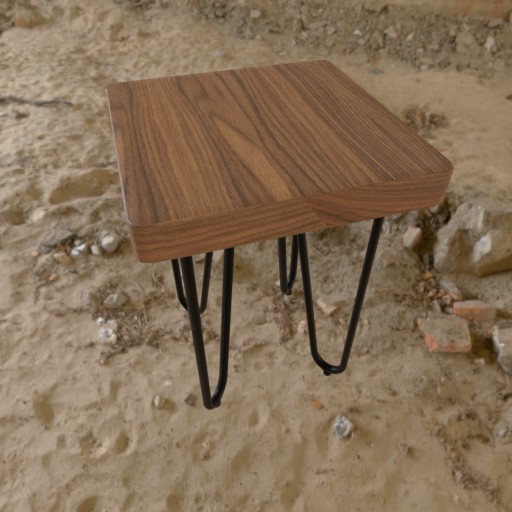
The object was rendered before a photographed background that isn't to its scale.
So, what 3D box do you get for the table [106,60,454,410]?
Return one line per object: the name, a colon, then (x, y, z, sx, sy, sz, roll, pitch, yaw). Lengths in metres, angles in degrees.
table: (0.000, 0.000, 0.981, 0.479, 0.641, 0.480, -12, 44, -13)
